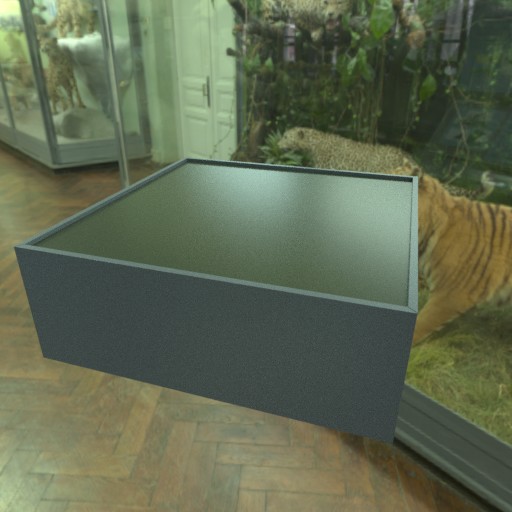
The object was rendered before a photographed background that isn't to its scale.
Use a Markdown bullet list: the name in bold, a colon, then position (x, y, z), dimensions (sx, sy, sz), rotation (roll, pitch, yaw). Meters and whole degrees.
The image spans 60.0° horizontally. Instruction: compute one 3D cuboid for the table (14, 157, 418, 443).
- **table**: position (0.000, 0.000, 1.220), dimensions (0.801, 0.299, 0.801), rotation (8, 28, 16)
